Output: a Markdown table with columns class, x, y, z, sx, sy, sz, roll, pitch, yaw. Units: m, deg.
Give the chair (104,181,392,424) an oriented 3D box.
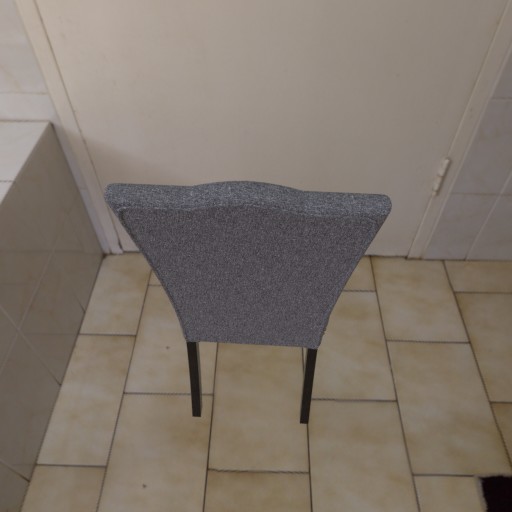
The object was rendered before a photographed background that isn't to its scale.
| class | x | y | z | sx | sy | sz | roll | pitch | yaw |
| --- | --- | --- | --- | --- | --- | --- | --- | --- | --- |
| chair | 0.000 | 0.000 | 1.261 | 0.518 | 0.946 | 0.589 | 3 | 49 | 2 |
